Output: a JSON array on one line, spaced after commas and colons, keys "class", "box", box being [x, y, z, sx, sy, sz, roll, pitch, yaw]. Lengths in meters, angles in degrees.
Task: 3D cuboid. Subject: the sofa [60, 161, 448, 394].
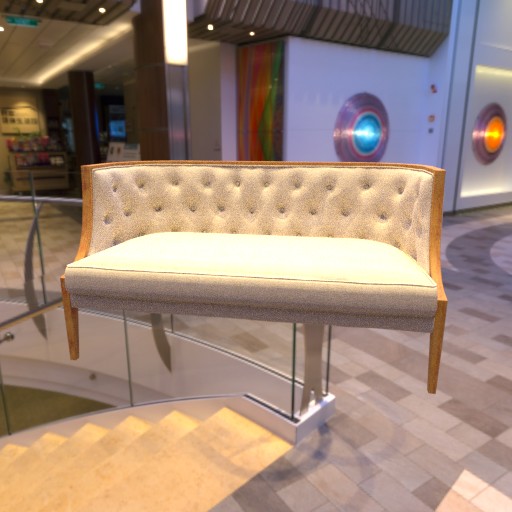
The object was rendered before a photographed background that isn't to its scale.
[{"class": "sofa", "box": [0.000, 0.000, 1.945, 1.474, 0.775, 0.770, 3, 15, 10]}]
